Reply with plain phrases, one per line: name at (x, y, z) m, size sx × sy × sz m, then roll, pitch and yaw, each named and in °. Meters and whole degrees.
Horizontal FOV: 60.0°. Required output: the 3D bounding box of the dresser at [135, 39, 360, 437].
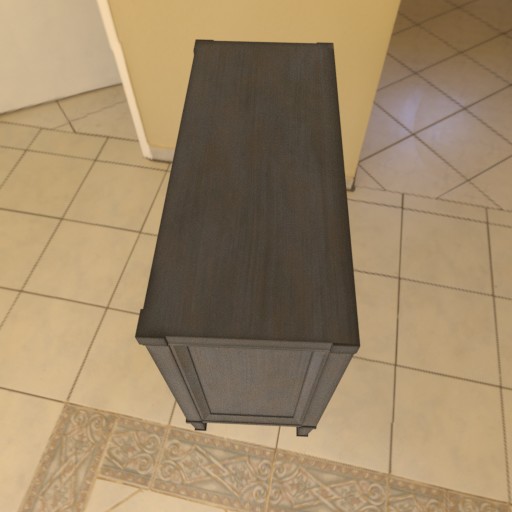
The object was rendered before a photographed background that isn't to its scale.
dresser at (0.000, 0.000, 1.588) m, size 0.463 × 0.986 × 1.049 m, roll 2°, pitch 57°, yaw 1°
